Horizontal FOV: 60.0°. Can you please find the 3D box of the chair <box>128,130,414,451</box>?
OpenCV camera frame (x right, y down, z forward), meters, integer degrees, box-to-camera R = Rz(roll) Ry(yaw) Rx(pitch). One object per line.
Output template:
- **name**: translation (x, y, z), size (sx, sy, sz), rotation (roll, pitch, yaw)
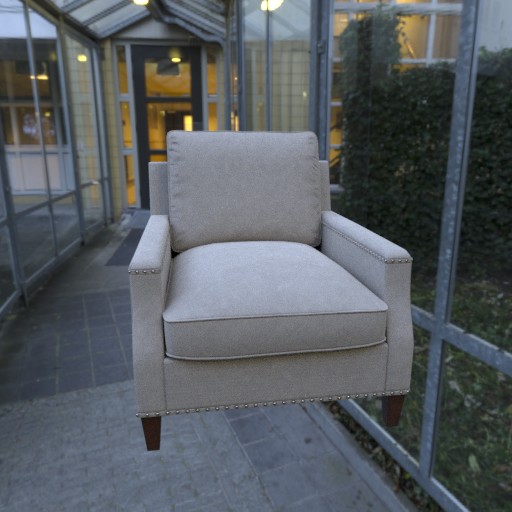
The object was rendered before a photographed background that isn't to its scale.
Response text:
- **chair**: translation (0.000, 0.000, 1.707), size (0.853, 0.943, 1.014), rotation (-2, 15, -8)
